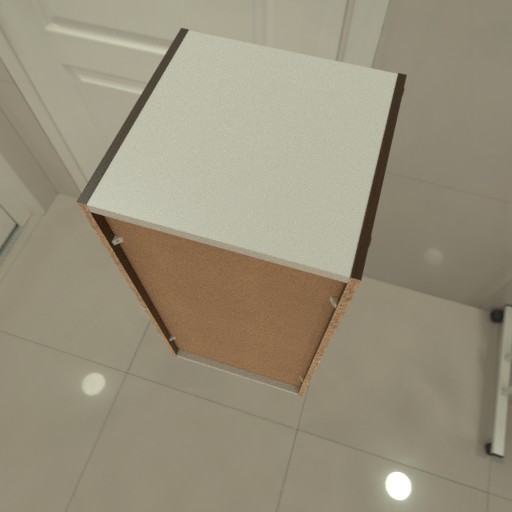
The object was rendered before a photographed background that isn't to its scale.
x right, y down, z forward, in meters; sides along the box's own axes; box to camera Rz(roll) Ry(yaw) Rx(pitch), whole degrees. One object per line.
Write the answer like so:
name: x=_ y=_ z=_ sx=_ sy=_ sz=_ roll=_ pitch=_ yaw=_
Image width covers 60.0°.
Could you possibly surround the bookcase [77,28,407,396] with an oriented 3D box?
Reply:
bookcase: x=0.000 y=0.000 z=0.765 sx=0.300 sy=0.600 sz=0.290 roll=15 pitch=64 yaw=8
